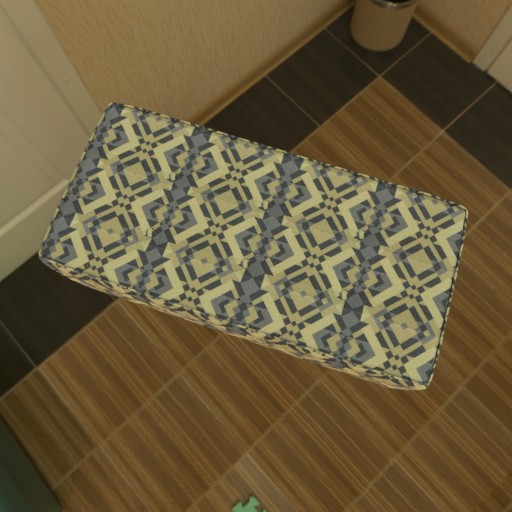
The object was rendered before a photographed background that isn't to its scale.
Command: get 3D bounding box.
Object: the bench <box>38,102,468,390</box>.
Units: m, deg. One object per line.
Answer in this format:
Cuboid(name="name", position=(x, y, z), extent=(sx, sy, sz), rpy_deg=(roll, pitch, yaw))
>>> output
Cuboid(name="bench", position=(0.000, 0.000, 1.329), extent=(1.016, 0.477, 0.492), rpy_deg=(18, 76, 5))
